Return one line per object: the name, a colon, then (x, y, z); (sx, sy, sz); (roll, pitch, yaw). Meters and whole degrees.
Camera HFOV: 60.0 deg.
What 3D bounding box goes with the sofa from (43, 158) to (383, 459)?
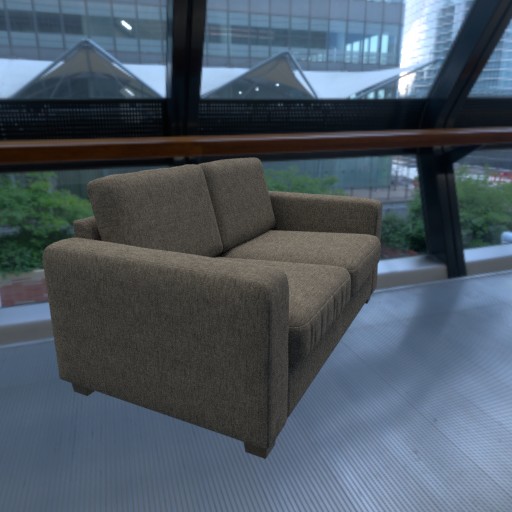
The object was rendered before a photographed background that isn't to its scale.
sofa: (0.000, 0.000, 1.991); (0.900, 0.800, 1.520); (8, 18, 25)
